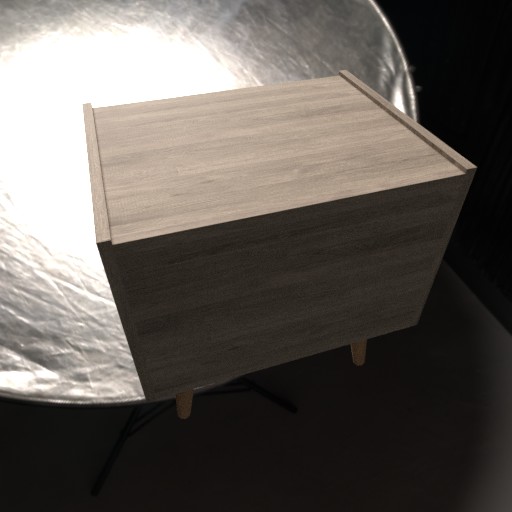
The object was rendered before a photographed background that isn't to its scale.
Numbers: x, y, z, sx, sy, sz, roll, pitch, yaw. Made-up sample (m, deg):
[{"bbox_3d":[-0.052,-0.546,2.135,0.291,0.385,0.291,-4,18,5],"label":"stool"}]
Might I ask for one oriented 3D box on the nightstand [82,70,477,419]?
[{"bbox_3d":[0.000,0.000,0.822,0.480,0.500,0.380,-13,44,-14],"label":"nightstand"}]
